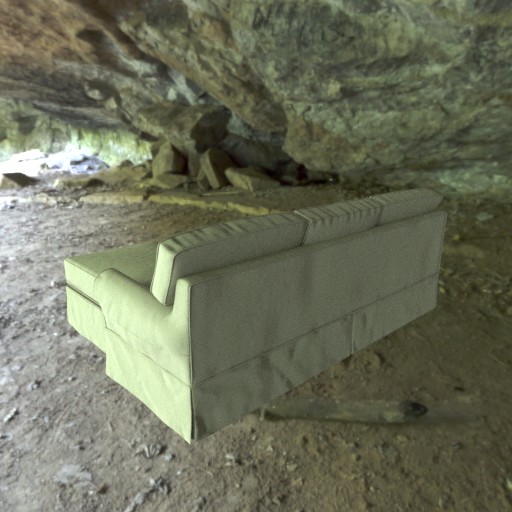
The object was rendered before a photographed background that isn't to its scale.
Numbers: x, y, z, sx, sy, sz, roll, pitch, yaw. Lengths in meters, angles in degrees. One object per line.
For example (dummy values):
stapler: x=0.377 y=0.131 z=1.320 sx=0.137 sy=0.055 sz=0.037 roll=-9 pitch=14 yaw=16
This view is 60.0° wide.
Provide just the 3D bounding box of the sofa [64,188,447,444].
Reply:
sofa: x=0.000 y=0.000 z=3.276 sx=2.475 sy=0.978 sz=1.733 roll=-15 pitch=22 yaw=-41
